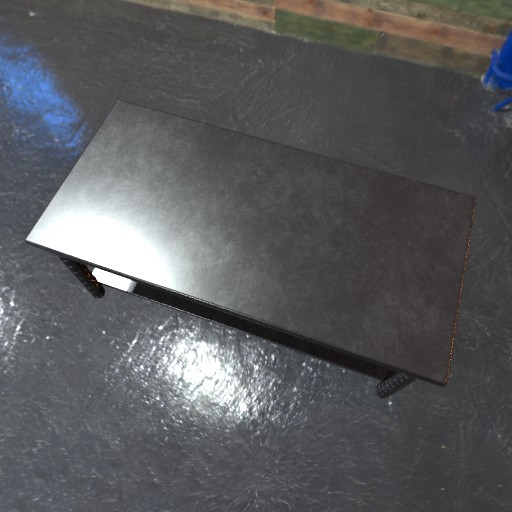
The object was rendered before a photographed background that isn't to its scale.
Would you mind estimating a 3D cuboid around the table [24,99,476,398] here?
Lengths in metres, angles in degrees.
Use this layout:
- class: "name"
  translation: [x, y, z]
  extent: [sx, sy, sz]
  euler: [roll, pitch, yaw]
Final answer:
- class: "table"
  translation: [0.000, 0.000, 1.476]
  extent: [1.171, 0.487, 0.580]
  euler: [18, 65, 9]
